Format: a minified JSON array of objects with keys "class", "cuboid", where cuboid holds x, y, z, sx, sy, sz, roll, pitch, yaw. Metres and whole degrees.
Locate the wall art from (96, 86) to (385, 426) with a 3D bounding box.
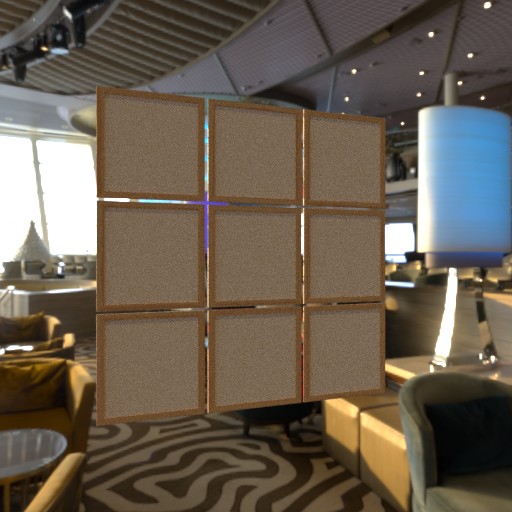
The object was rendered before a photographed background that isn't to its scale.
[{"class":"wall art","cuboid":[0.000,0.000,2.243,1.519,1.534,0.013,0,0,-18]}]
